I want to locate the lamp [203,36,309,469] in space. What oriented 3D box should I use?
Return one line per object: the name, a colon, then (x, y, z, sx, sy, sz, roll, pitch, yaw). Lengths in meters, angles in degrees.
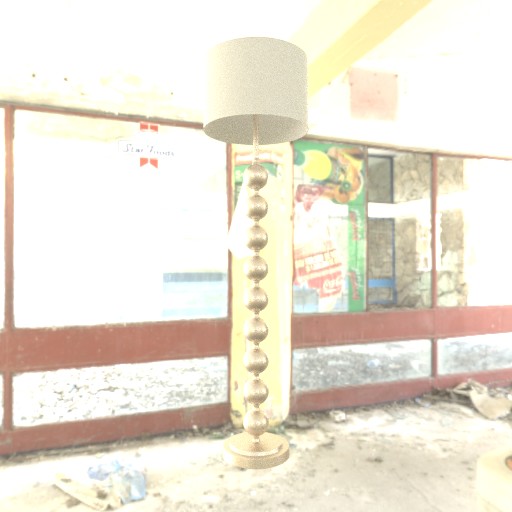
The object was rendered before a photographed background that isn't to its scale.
lamp: (0.000, 0.000, 1.665, 0.394, 1.474, 0.394, 0, -1, 1)
